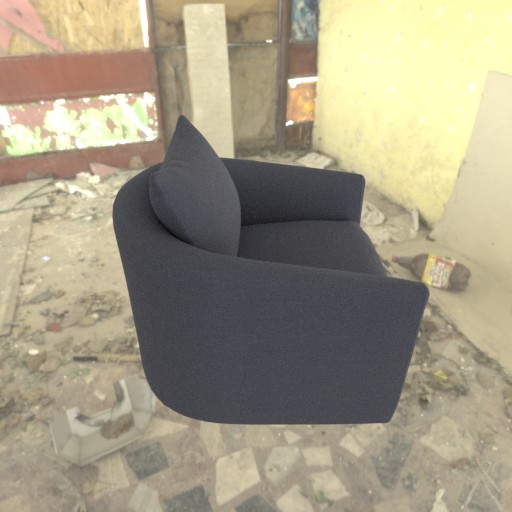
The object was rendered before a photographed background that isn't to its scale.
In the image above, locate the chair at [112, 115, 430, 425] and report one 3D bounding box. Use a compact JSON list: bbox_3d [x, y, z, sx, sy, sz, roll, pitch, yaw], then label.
[{"bbox_3d":[0.000,0.000,1.572,0.910,0.848,0.845,0,32,0],"label":"chair"}]
